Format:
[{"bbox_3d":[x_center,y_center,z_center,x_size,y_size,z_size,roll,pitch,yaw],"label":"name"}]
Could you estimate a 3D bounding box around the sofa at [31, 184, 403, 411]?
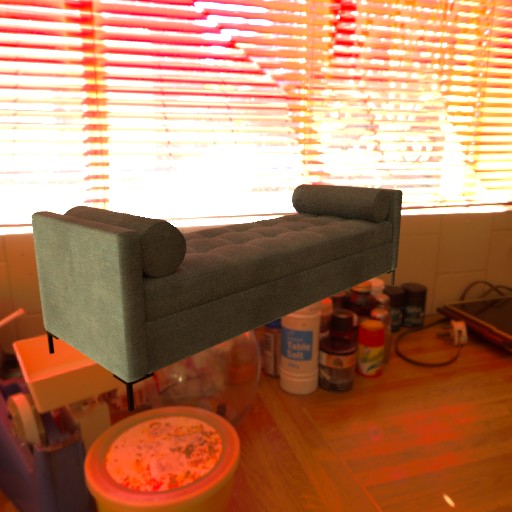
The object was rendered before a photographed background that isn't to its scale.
[{"bbox_3d":[0.000,0.000,2.354,0.686,0.635,1.981,12,18,41],"label":"sofa"}]
